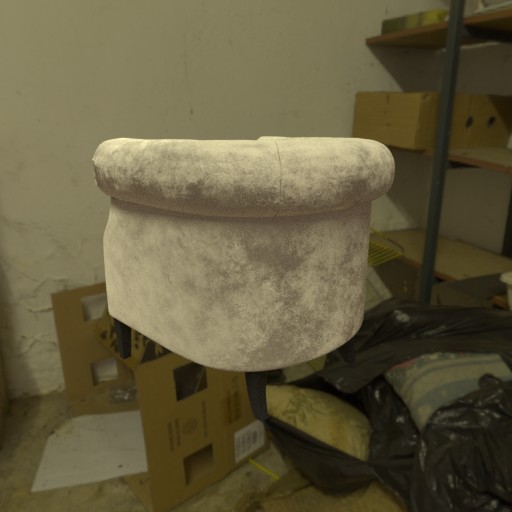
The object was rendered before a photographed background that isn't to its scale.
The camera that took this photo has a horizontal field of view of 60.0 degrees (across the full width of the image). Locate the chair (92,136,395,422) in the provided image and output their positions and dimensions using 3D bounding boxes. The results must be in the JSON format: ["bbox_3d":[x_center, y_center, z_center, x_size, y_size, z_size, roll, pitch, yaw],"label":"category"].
[{"bbox_3d":[0.000,0.000,1.591,0.904,0.826,0.851,-15,22,-43],"label":"chair"}]
